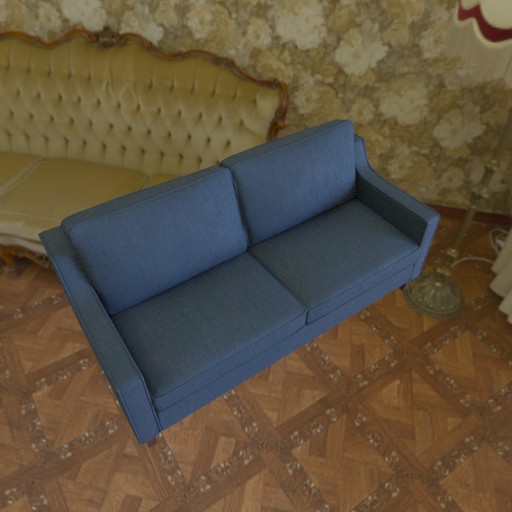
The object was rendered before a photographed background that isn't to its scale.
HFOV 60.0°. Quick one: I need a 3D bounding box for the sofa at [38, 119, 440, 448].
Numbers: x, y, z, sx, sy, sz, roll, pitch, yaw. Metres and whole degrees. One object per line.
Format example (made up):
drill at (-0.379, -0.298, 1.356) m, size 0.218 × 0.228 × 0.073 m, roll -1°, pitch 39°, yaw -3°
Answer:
sofa at (0.000, 0.000, 2.796) m, size 2.178 × 1.071 × 1.066 m, roll -26°, pitch 50°, yaw -24°
